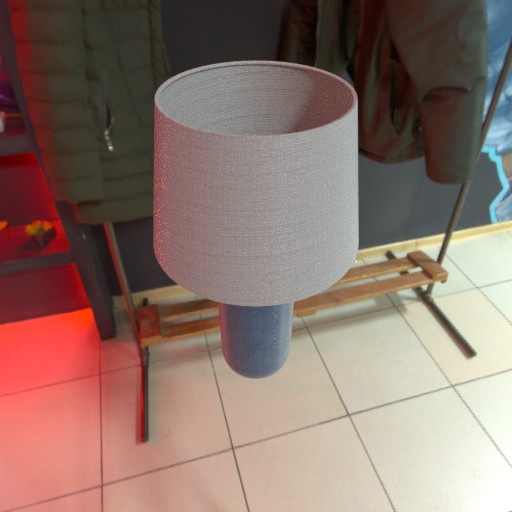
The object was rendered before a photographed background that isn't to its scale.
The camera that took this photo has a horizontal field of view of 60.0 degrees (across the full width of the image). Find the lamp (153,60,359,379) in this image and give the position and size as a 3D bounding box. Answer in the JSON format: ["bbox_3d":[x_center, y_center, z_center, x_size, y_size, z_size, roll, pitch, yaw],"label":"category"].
[{"bbox_3d":[0.000,0.000,0.579,0.253,0.428,0.253,0,41,0],"label":"lamp"}]
